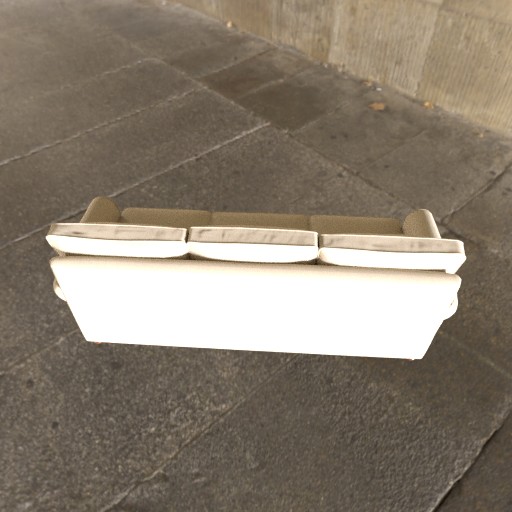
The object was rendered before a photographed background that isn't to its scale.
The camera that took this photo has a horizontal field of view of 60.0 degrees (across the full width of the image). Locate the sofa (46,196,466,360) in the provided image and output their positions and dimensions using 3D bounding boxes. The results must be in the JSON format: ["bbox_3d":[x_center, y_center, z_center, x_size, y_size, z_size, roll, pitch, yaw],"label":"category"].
[{"bbox_3d":[0.000,0.000,2.871,2.354,0.948,0.966,3,46,2],"label":"sofa"}]
